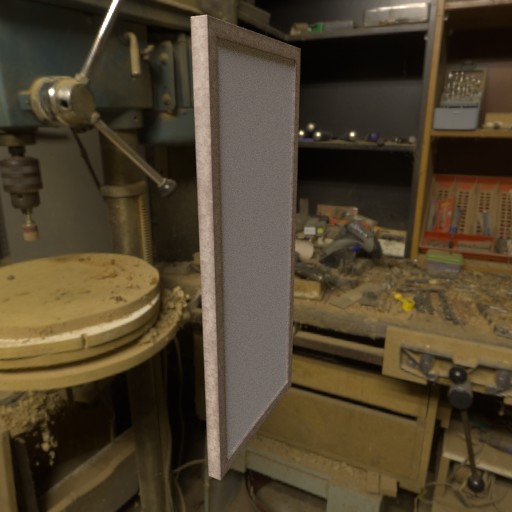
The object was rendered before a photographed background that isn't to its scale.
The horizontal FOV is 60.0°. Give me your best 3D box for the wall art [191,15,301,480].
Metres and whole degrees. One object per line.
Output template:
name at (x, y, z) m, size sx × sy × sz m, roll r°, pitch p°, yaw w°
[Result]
wall art at (0.000, 0.000, 1.621) m, size 0.051 × 1.461 × 0.648 m, roll 9°, pitch 19°, yaw 25°
